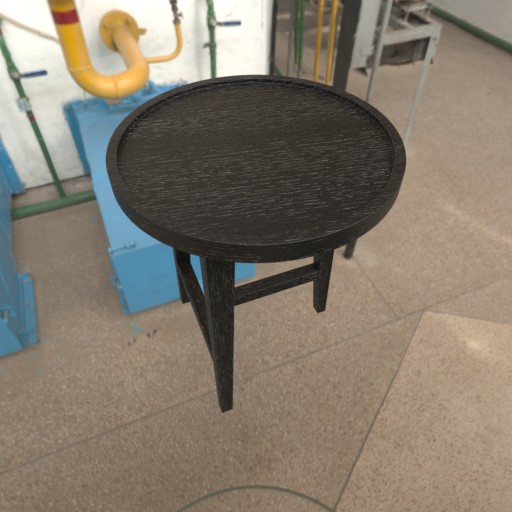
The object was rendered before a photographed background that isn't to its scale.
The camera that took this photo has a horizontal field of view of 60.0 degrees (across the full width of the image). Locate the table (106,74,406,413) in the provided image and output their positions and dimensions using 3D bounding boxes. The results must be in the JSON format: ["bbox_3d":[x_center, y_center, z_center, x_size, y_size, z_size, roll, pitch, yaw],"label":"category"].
[{"bbox_3d":[0.000,0.000,0.770,0.399,0.460,0.399,0,47,0],"label":"table"}]
